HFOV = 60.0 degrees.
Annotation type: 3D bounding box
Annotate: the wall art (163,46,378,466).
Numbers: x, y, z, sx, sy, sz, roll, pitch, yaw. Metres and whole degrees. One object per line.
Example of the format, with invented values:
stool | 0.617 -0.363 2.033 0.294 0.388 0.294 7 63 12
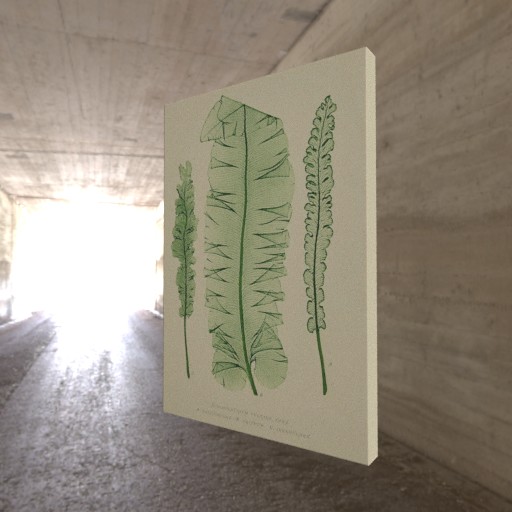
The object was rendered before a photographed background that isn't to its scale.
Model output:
wall art | 0.000 0.000 0.777 0.418 0.608 0.038 -1 -1 34
